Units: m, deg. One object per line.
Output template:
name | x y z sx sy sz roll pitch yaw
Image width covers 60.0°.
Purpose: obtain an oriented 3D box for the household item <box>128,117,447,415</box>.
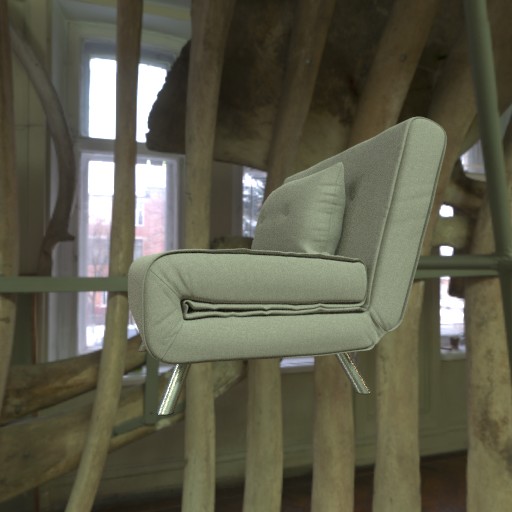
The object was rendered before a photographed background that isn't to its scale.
household item | 0.000 0.000 1.626 0.874 0.800 1.000 0 -1 -18
